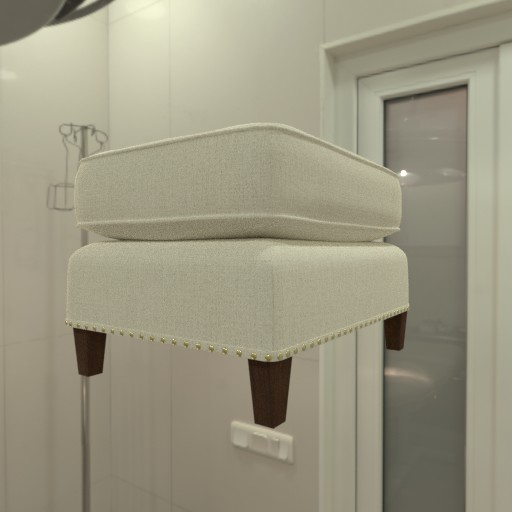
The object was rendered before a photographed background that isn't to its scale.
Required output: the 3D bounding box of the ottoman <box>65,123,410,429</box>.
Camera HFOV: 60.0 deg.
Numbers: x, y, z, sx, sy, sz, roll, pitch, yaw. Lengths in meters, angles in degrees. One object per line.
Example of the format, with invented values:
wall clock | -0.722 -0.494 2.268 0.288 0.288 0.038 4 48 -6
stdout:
ottoman | 0.000 0.000 1.145 0.589 0.537 0.738 1 1 35
